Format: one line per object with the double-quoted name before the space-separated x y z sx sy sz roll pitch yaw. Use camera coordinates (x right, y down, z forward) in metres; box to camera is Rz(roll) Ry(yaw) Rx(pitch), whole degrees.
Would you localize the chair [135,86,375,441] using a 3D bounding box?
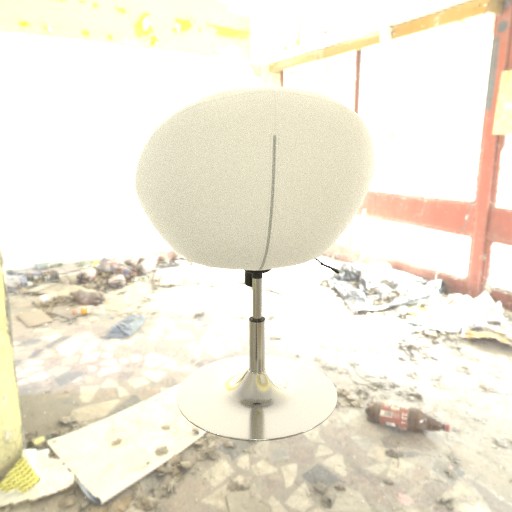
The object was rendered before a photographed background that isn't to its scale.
"chair" 0.000 0.000 1.851 0.940 1.261 0.736 -2 14 -9
